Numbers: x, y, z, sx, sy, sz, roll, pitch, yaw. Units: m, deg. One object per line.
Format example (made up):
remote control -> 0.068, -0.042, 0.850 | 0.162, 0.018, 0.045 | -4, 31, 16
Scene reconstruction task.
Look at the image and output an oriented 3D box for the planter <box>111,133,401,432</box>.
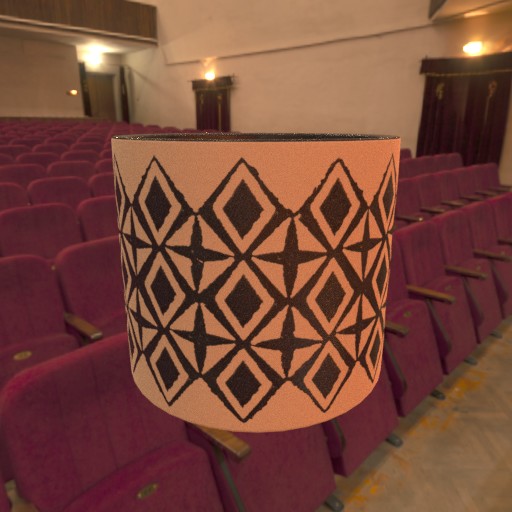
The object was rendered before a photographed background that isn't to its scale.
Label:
planter -> 0.000, 0.000, 0.273 | 0.159, 0.144, 0.159 | 0, 16, 0
